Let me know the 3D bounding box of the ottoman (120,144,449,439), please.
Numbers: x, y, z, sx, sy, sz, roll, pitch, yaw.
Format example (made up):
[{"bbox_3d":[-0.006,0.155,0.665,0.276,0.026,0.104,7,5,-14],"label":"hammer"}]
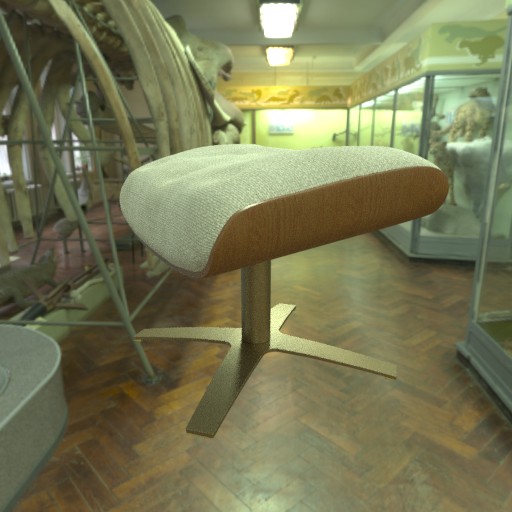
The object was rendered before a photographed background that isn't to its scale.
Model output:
[{"bbox_3d":[0.000,0.000,0.804,0.394,0.391,0.520,-7,16,-26],"label":"ottoman"}]
